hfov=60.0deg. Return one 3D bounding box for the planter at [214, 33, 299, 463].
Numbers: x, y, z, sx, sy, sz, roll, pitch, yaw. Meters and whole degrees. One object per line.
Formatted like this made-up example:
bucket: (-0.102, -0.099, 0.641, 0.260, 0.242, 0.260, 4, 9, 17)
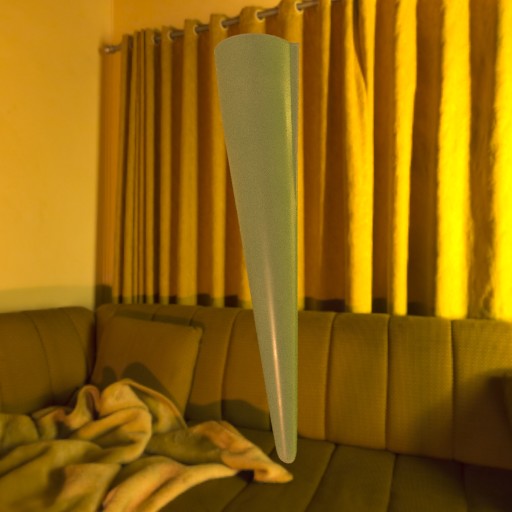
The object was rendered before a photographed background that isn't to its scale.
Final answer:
planter: (0.000, 0.000, 0.291, 0.055, 0.268, 0.054, 0, -1, 1)
